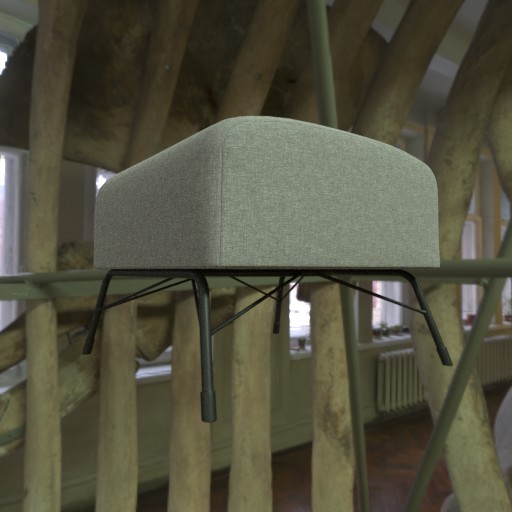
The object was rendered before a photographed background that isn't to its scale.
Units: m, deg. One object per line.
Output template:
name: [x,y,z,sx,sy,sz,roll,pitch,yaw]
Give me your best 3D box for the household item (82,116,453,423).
household item: [0.000,0.000,0.887,0.530,0.410,0.530,1,-2,-36]
